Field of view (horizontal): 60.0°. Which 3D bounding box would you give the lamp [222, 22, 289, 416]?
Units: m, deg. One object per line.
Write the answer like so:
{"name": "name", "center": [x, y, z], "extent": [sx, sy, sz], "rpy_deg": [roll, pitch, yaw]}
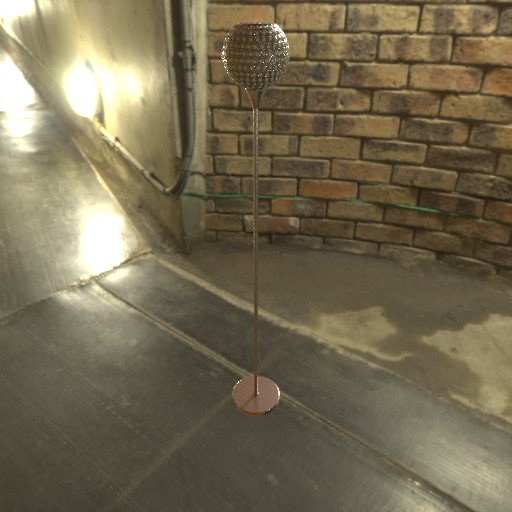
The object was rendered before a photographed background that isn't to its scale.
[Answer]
{"name": "lamp", "center": [0.000, 0.000, 1.938], "extent": [0.254, 1.805, 0.254], "rpy_deg": [0, 32, 0]}
